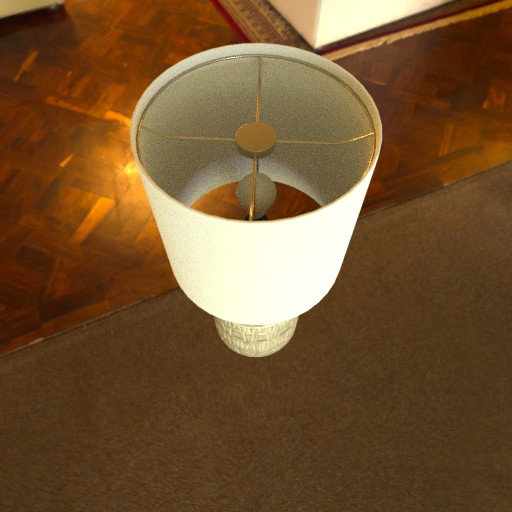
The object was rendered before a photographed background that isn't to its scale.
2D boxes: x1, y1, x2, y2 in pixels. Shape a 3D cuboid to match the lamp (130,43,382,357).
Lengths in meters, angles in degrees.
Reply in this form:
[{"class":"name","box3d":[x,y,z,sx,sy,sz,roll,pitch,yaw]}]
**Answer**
[{"class":"lamp","box3d":[0.000,0.000,0.570,0.211,0.455,0.211,14,61,8]}]
